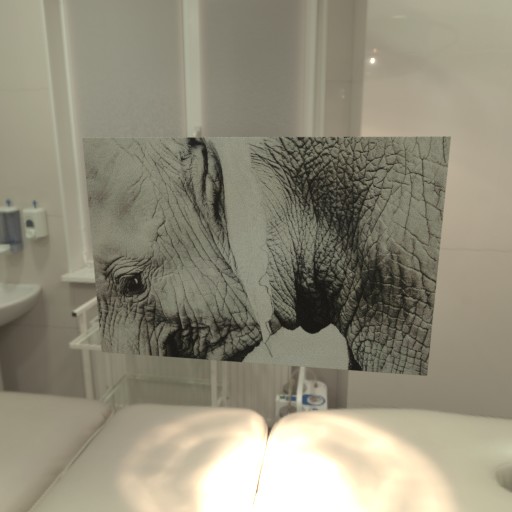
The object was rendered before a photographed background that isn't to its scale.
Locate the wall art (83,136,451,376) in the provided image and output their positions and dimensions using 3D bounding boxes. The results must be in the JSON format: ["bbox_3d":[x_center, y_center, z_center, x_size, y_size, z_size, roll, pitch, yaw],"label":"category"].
[{"bbox_3d":[0.000,0.000,1.465,1.141,0.758,0.035,2,14,9],"label":"wall art"}]
